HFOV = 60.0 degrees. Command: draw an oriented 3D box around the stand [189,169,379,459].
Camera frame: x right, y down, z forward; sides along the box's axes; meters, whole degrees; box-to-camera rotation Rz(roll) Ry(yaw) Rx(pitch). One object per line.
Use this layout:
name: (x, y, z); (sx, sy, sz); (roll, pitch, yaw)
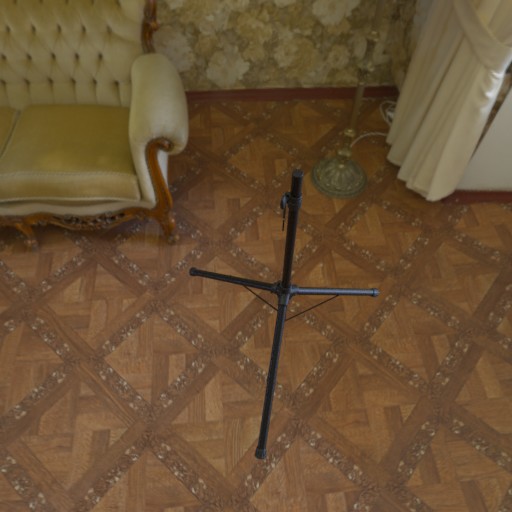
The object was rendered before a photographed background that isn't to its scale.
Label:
stand: (0.000, 0.000, 1.820); (0.907, 1.136, 1.045); (34, 62, 21)
